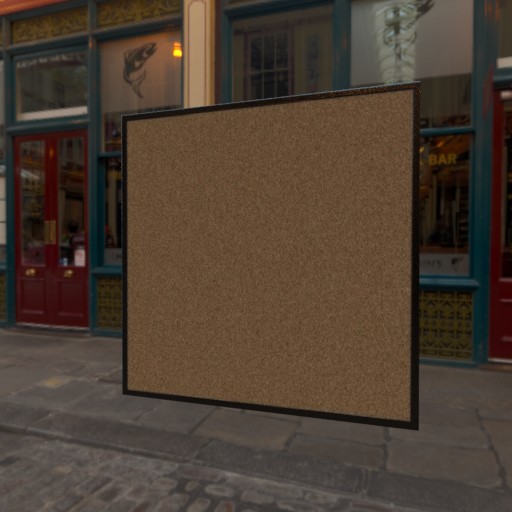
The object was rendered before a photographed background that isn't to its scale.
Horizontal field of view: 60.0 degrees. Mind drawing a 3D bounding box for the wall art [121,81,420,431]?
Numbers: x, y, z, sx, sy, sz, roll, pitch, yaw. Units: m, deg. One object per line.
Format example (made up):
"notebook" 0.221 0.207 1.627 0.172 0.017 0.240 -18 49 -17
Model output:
"wall art" 0.000 0.000 0.505 0.349 0.349 0.014 0 1 19
